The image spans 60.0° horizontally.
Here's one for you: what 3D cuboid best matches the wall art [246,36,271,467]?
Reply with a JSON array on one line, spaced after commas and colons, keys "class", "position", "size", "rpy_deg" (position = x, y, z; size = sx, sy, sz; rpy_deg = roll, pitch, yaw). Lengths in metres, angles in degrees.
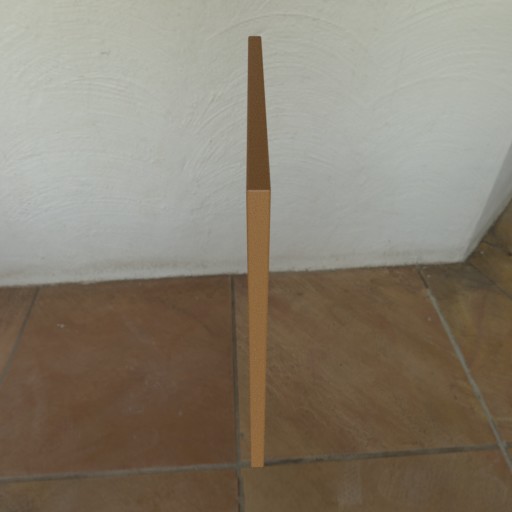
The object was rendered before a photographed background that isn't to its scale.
[{"class": "wall art", "position": [0.000, 0.000, 0.729], "size": [0.021, 0.550, 0.449], "rpy_deg": [0, 42, 0]}]
